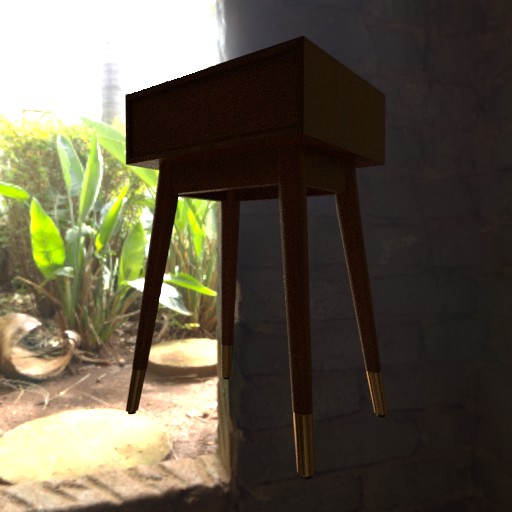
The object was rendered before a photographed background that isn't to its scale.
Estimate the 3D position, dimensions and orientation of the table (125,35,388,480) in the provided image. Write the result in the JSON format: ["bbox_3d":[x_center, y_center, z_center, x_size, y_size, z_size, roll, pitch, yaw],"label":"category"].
[{"bbox_3d":[0.000,0.000,0.830,0.406,0.599,0.300,1,2,37],"label":"table"}]
